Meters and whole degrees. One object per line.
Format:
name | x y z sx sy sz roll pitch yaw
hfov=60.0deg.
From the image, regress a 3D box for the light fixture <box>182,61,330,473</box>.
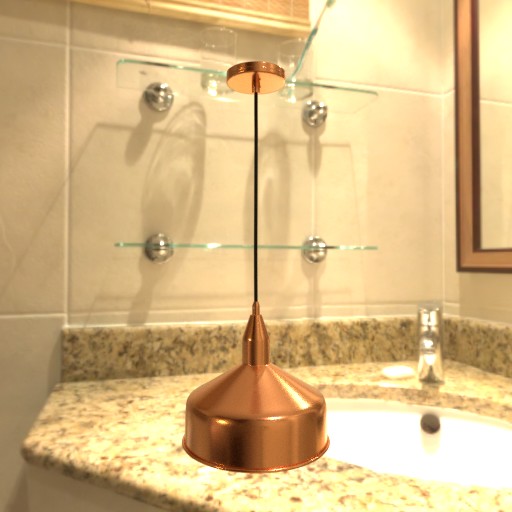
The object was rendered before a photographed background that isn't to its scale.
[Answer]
light fixture | 0.000 0.000 0.916 0.301 0.754 0.301 -1 -1 36
